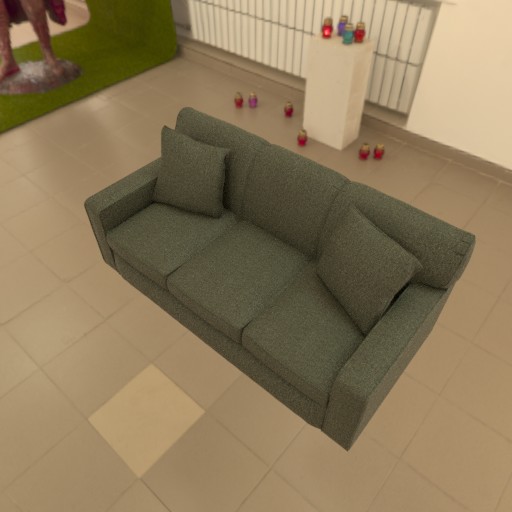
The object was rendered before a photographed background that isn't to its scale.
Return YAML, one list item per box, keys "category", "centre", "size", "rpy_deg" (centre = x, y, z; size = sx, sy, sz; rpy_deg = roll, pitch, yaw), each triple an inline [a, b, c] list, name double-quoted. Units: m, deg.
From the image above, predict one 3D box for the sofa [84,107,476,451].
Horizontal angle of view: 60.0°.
- category: "sofa"
  centre: [0.000, 0.000, 2.623]
  size: [2.024, 0.958, 0.997]
  rpy_deg: [32, 54, 27]
